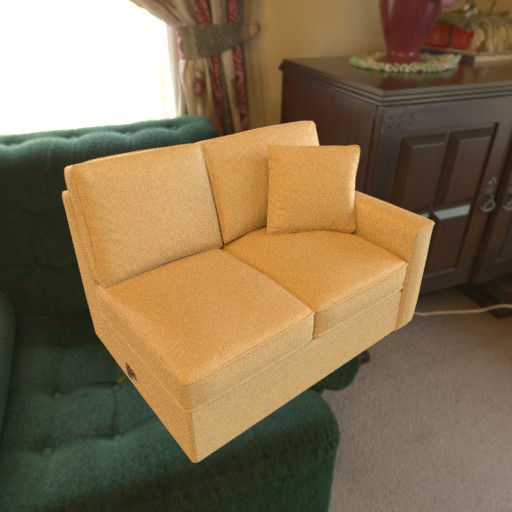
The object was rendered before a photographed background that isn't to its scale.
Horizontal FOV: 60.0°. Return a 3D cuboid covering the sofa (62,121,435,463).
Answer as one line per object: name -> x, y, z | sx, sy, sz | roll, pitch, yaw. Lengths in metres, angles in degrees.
sofa -> 0.000, 0.000, 2.080 | 1.388, 0.989, 0.991 | -22, 37, -33
